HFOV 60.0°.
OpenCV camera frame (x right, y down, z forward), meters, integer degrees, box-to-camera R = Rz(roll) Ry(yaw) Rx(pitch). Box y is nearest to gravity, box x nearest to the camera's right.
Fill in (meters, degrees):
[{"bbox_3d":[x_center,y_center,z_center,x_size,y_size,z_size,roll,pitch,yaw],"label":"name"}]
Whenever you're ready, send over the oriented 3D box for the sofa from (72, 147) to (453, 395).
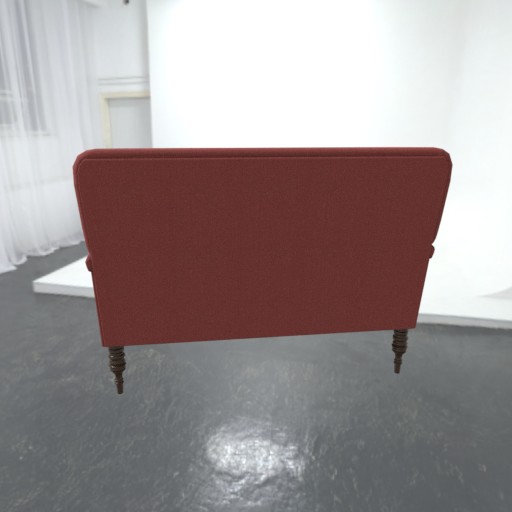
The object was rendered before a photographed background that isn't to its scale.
[{"bbox_3d":[0.000,0.000,1.821,1.297,0.889,0.779,-2,16,-7],"label":"sofa"}]
